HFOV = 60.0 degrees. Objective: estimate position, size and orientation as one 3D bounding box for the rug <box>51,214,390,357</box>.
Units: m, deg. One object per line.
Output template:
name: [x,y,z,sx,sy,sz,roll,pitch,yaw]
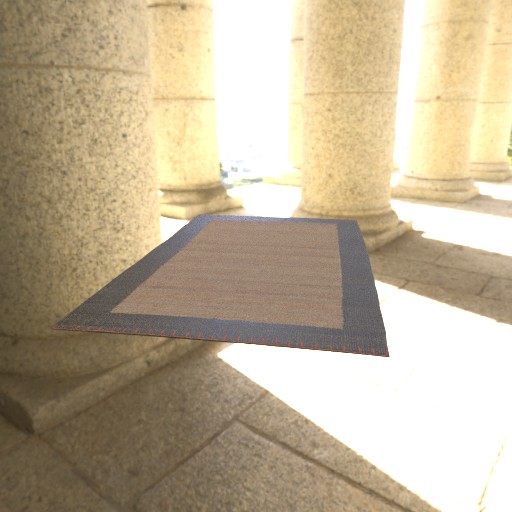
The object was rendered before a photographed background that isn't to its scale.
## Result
rug: [0.000,0.000,3.028,1.521,0.006,2.435,3,18,9]
